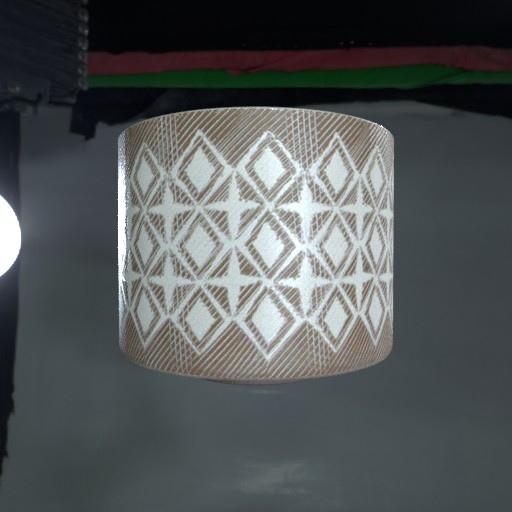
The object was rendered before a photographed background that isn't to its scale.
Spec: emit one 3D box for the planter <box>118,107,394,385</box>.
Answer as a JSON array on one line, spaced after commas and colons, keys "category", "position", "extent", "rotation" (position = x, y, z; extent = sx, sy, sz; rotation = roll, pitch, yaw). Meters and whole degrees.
[{"category": "planter", "position": [0.000, 0.000, 0.214], "extent": [0.126, 0.104, 0.126], "rotation": [0, 1, 0]}]
